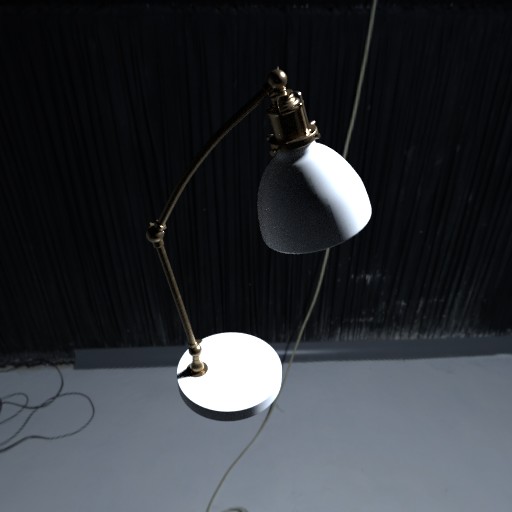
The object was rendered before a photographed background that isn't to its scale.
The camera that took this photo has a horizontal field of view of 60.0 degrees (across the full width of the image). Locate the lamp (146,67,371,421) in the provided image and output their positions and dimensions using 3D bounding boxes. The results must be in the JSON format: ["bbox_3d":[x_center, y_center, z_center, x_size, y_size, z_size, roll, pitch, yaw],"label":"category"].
[{"bbox_3d":[0.000,0.000,0.663,0.317,0.522,0.186,-1,32,-1],"label":"lamp"}]
